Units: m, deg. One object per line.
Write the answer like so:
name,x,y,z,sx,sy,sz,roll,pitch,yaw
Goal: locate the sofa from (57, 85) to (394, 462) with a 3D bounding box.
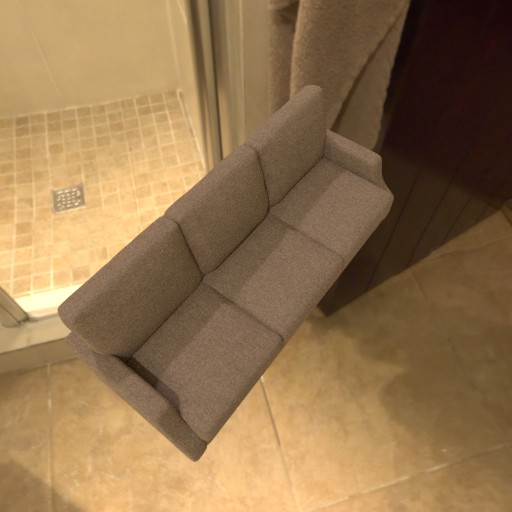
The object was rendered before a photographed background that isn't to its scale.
sofa,0.000,0.000,2.638,0.888,0.984,2.115,33,63,19
